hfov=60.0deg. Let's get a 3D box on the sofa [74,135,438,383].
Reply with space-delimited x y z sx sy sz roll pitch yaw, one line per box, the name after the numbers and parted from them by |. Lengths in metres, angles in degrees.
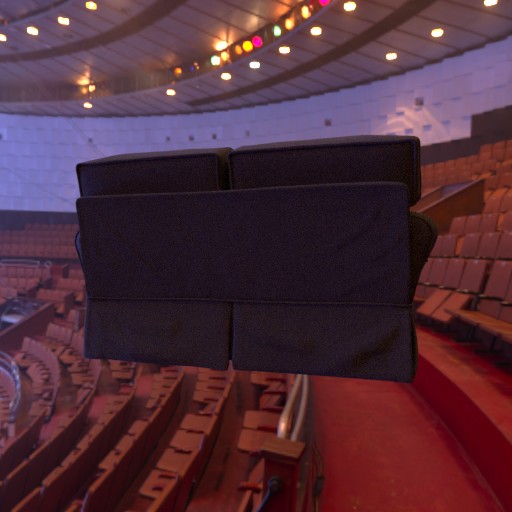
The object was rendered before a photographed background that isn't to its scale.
0.000 0.000 2.419 1.801 1.059 0.997 0 0 17 | sofa
